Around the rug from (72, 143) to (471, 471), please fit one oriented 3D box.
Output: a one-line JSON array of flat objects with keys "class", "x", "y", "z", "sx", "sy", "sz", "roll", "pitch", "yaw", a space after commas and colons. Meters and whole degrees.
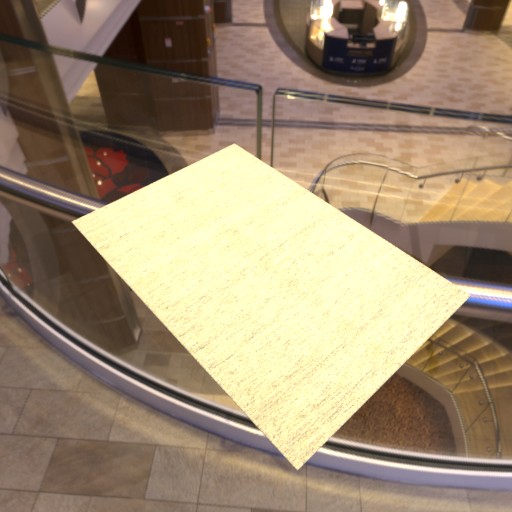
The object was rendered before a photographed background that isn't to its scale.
[{"class": "rug", "x": 0.000, "y": 0.000, "z": 2.415, "sx": 1.250, "sy": 0.015, "sz": 1.850, "roll": -33, "pitch": 55, "yaw": -27}]
